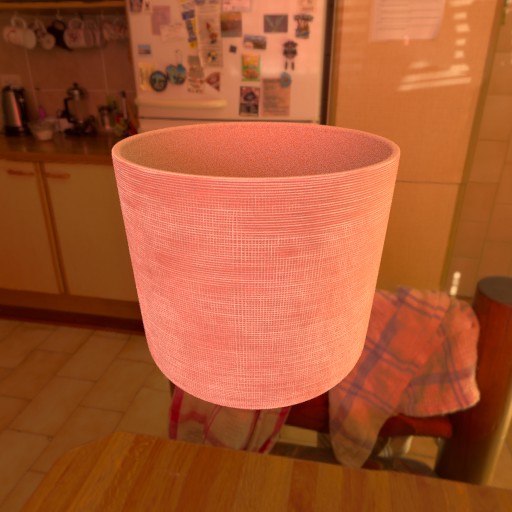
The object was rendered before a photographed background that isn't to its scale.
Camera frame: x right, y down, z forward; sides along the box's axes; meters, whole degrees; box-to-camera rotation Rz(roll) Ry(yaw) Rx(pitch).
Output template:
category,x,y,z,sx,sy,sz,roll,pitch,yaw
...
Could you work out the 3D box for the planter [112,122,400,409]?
category,x,y,z,sx,sy,sz,roll,pitch,yaw
planter,0.000,0.000,0.787,0.440,0.398,0.440,0,25,0
